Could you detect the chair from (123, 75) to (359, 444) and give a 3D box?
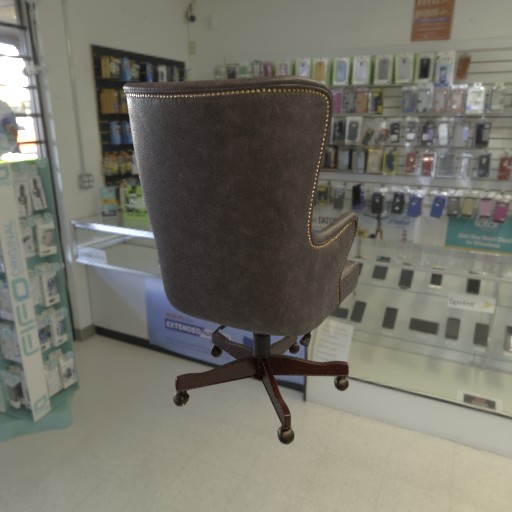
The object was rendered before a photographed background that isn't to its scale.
[{"bbox_3d":[0.000,0.000,1.447,0.594,1.037,0.717,9,19,27],"label":"chair"}]
